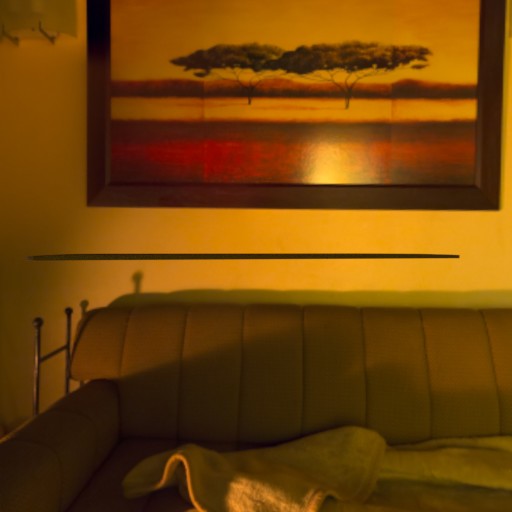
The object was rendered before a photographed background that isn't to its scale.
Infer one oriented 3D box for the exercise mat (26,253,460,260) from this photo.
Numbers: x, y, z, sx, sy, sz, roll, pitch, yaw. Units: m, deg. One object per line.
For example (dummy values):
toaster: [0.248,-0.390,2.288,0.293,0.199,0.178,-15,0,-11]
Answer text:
exercise mat: [0.000,0.000,2.080,1.869,0.021,0.616,0,1,-18]
